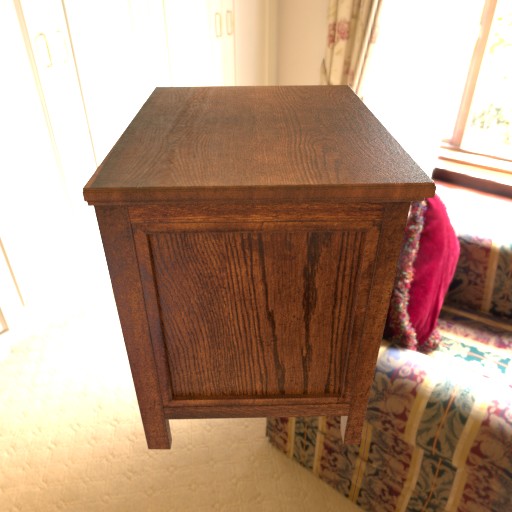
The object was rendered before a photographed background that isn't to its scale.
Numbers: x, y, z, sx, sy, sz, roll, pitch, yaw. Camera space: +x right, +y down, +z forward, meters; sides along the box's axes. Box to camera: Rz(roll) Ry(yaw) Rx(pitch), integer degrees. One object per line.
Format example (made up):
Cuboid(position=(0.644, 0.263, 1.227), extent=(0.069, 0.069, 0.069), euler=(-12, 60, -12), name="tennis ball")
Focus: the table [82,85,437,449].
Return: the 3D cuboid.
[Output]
Cuboid(position=(0.000, 0.000, 0.980), extent=(0.461, 0.597, 0.586), euler=(-1, 33, -1), name="table")
